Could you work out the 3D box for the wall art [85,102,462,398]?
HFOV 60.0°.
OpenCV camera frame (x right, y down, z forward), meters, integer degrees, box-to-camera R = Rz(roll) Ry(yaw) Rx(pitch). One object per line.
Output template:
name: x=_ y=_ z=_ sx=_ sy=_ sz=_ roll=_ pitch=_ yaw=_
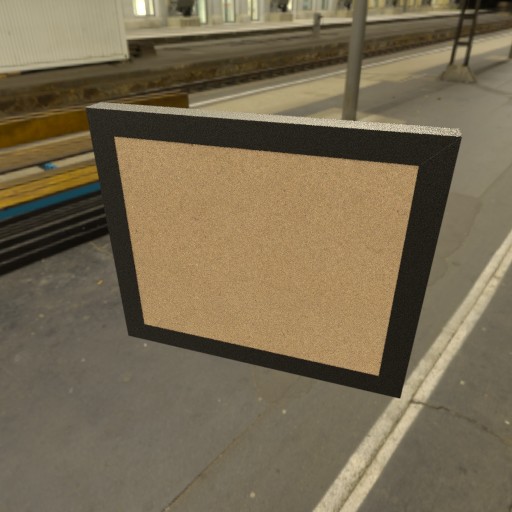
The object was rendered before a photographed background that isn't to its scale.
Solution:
wall art: x=0.000 y=0.000 z=0.523 sx=0.381 sy=0.321 sz=0.028 roll=9 pitch=32 yaw=15
